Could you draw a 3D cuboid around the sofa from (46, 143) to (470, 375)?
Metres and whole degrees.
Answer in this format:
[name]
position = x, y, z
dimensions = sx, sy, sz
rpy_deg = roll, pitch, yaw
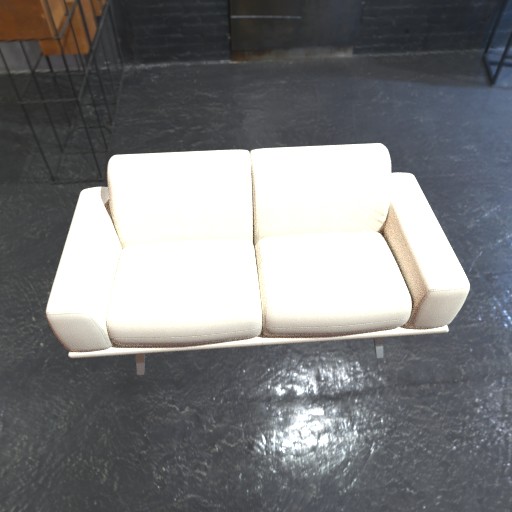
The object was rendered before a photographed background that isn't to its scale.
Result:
[sofa]
position = 0.000, 0.000, 2.336
dimensions = 1.901, 0.772, 0.900
rpy_deg = -3, 47, -3
